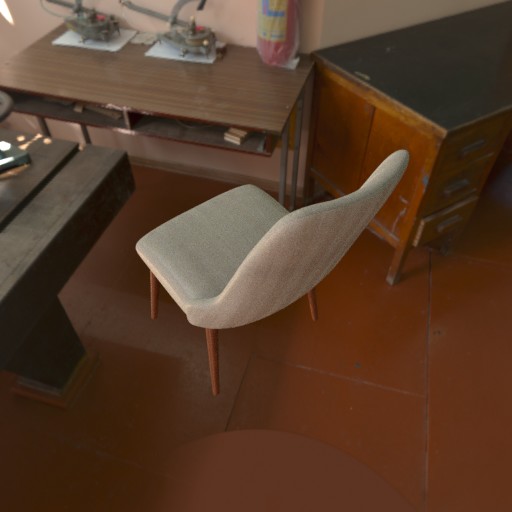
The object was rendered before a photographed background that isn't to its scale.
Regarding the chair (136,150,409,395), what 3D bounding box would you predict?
[{"bbox_3d":[0.000,0.000,1.315,0.526,0.917,0.684,-31,54,-26],"label":"chair"}]
